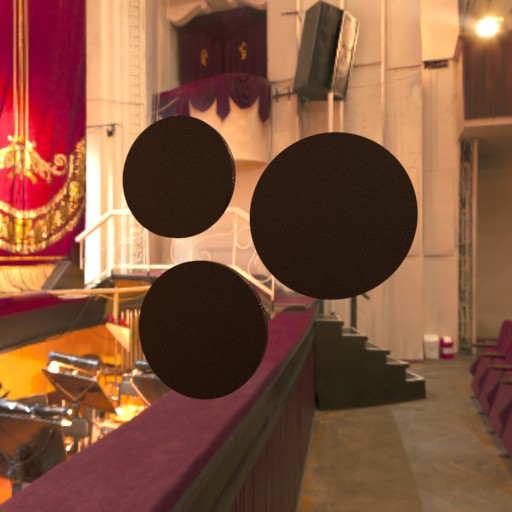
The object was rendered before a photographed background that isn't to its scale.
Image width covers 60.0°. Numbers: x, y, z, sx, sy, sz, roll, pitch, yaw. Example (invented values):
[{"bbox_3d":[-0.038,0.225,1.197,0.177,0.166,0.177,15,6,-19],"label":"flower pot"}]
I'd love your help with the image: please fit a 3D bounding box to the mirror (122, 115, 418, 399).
[{"bbox_3d":[0.000,0.000,3.150,2.160,2.096,0.076,0,0,18],"label":"mirror"}]
